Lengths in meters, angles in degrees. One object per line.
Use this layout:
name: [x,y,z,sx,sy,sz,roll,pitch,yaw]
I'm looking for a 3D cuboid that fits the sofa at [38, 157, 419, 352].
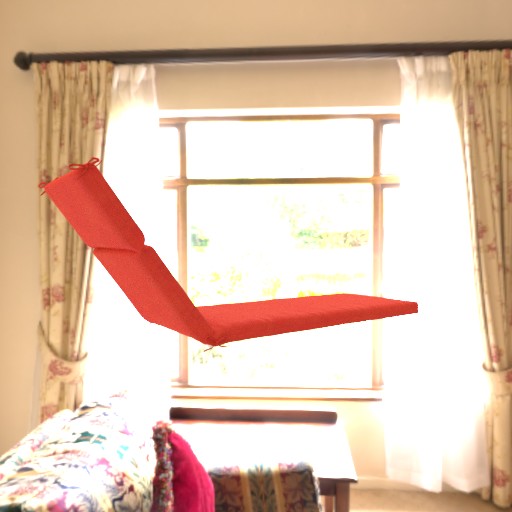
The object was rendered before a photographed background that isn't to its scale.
sofa: [0.000,0.000,1.949,1.663,0.622,0.582,-1,2,-35]
